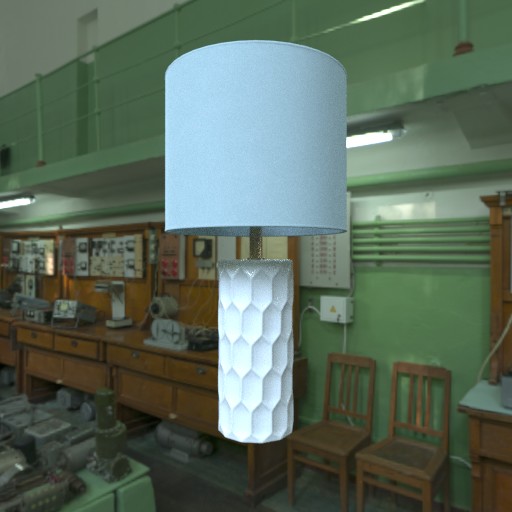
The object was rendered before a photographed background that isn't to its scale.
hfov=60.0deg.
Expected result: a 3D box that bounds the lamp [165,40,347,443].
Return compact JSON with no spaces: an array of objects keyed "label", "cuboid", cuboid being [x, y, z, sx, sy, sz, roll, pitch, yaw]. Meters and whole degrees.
[{"label":"lamp","cuboid":[0.000,0.000,0.687,0.277,0.534,0.277,0,0,36]}]
